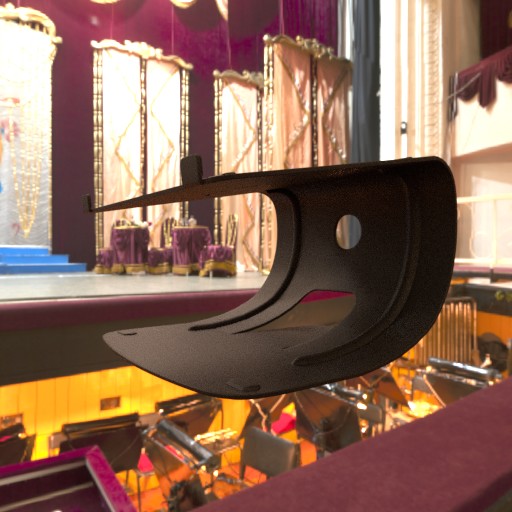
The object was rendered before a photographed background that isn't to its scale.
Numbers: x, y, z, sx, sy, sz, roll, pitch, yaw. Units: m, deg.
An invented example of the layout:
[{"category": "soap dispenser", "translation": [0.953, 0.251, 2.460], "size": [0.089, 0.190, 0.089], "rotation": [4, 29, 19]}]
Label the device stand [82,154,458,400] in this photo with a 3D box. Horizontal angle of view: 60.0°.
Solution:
[{"category": "device stand", "translation": [0.000, 0.000, 0.388], "size": [0.236, 0.155, 0.256], "rotation": [-1, 1, -35]}]
